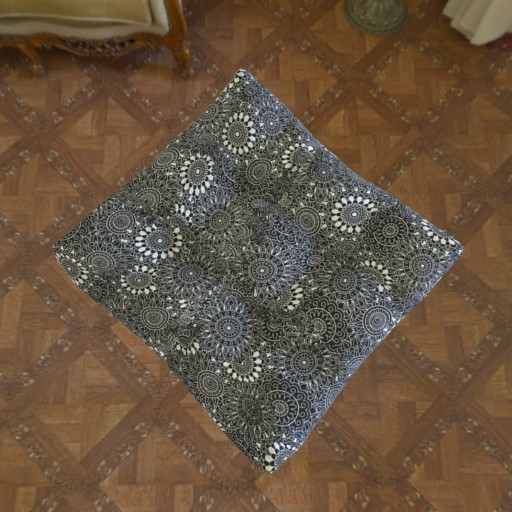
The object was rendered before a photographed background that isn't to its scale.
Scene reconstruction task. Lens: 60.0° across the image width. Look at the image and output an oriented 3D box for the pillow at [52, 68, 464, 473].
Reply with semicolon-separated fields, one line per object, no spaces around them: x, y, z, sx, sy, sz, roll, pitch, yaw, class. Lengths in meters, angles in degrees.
0.000;0.000;0.730;0.490;0.128;0.468;42;79;10;pillow
